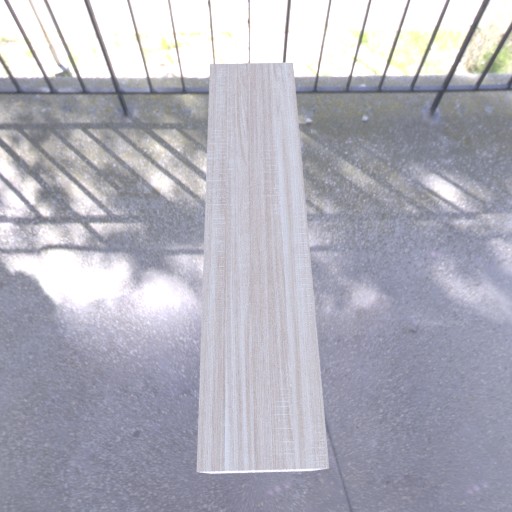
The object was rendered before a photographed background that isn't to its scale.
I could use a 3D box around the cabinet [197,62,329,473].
[{"bbox_3d":[0.000,0.000,2.514,0.500,0.780,2.200,-1,63,-1],"label":"cabinet"}]
